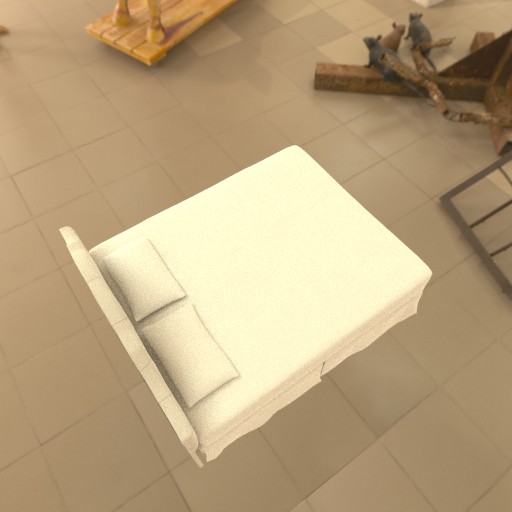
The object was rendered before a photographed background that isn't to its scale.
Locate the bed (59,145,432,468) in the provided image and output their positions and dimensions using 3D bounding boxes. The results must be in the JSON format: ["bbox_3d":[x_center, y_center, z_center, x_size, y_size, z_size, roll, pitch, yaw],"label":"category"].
[{"bbox_3d":[0.000,0.000,3.708,2.477,1.617,2.039,-31,62,-18],"label":"bed"}]
